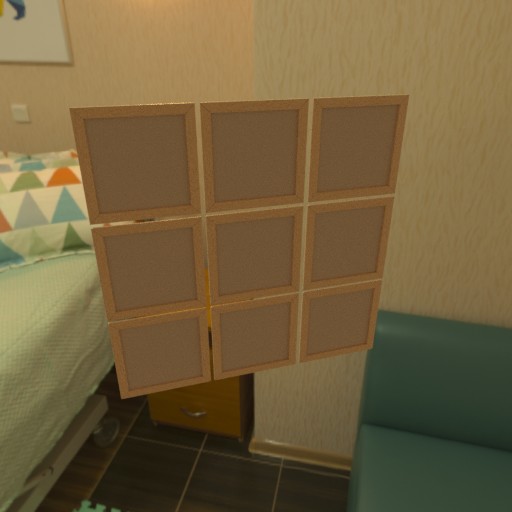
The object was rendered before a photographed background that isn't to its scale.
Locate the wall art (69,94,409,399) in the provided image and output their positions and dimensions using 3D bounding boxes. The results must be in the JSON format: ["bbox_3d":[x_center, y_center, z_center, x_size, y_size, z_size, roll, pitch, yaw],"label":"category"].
[{"bbox_3d":[0.000,0.000,2.257,1.519,1.507,0.014,-8,27,-15],"label":"wall art"}]
